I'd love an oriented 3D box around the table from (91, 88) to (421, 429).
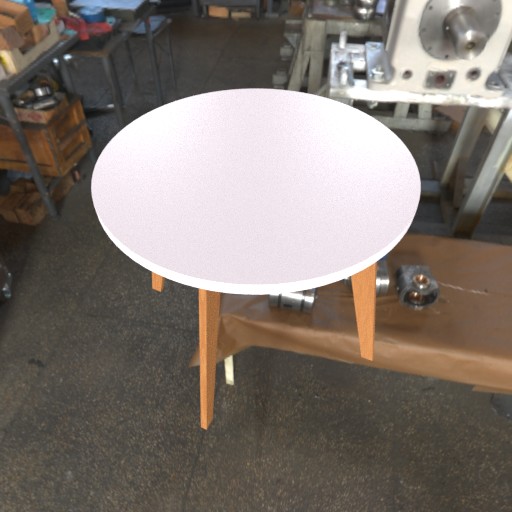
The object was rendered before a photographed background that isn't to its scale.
[{"bbox_3d":[0.000,0.000,1.519,0.896,0.762,0.896,0,46,0],"label":"table"}]
